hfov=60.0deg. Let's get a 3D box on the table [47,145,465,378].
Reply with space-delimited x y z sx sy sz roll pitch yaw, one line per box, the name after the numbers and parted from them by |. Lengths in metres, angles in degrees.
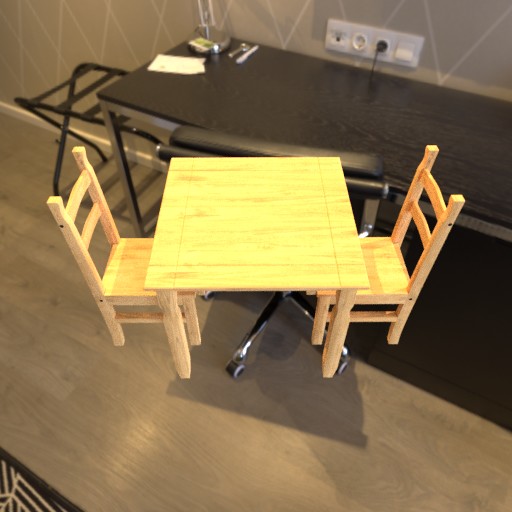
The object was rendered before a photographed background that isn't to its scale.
0.000 0.000 2.054 1.501 0.942 0.813 0 46 0 | table
